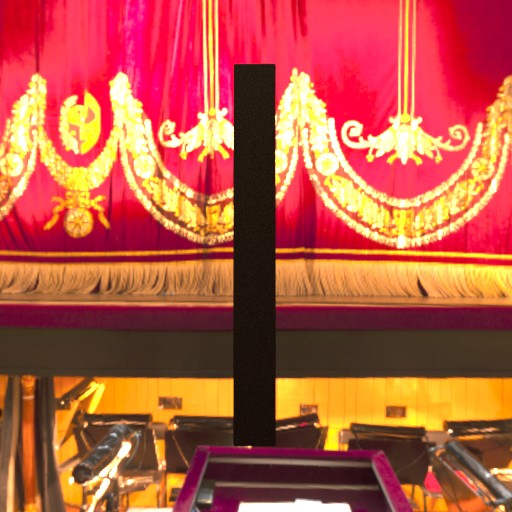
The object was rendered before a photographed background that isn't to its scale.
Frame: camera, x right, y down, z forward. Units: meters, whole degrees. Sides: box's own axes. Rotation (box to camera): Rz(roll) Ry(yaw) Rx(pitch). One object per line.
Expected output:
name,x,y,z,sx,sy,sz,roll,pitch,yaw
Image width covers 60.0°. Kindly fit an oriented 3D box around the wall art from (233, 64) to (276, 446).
wall art,0.000,0.000,0.863,0.051,0.456,0.671,0,0,0
